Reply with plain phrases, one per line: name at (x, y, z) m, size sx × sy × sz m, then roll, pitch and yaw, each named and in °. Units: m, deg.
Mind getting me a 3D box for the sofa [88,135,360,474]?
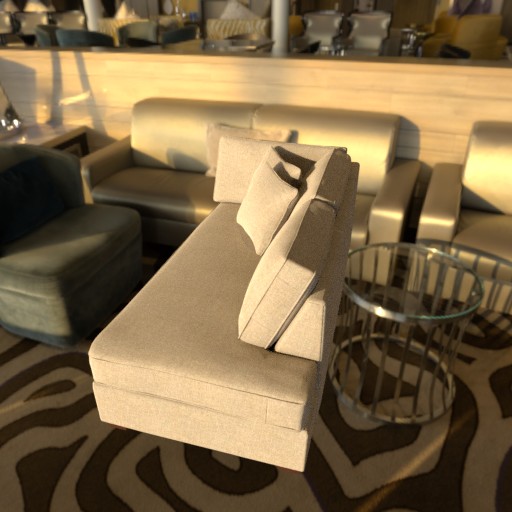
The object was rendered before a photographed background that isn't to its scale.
sofa at (0.000, 0.000, 2.823) m, size 1.110 × 1.019 × 2.238 m, roll 8°, pitch 31°, yaw 13°
